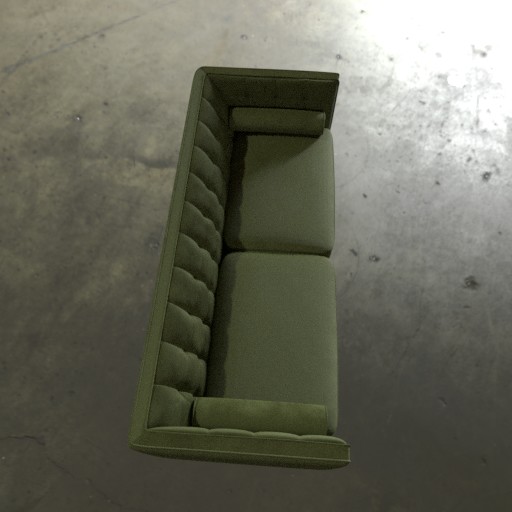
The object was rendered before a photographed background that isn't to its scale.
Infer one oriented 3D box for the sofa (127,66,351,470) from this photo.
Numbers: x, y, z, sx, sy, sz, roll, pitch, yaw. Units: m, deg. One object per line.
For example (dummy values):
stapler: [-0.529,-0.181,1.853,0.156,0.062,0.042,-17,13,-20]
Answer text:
sofa: [0.000,0.000,2.444,0.867,0.789,2.087,3,63,2]
